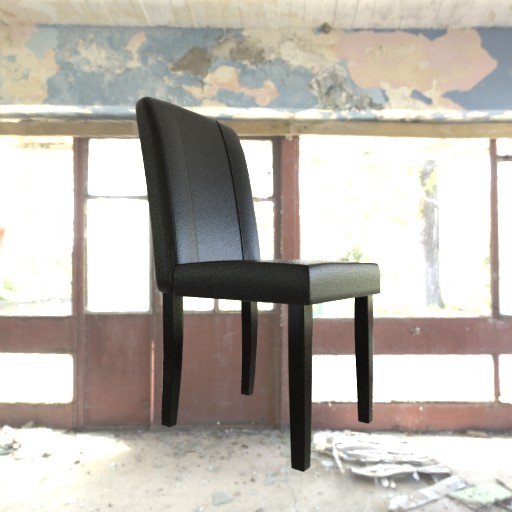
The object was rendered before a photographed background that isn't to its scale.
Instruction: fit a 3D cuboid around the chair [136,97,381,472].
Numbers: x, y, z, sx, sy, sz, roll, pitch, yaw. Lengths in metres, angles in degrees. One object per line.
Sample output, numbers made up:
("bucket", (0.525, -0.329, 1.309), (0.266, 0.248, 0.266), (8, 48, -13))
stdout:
("chair", (0.000, 0.000, 1.215), (0.556, 0.897, 0.399), (0, -1, 37))
